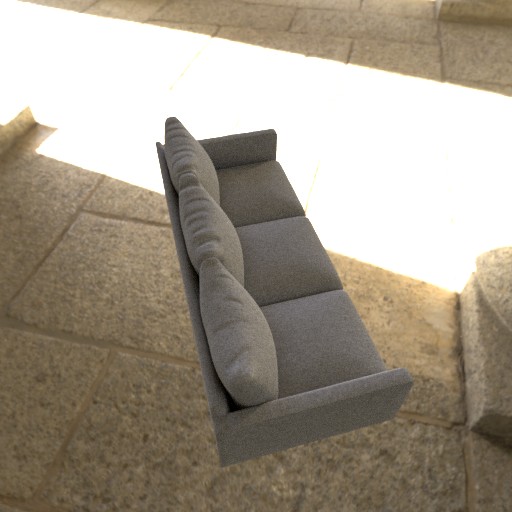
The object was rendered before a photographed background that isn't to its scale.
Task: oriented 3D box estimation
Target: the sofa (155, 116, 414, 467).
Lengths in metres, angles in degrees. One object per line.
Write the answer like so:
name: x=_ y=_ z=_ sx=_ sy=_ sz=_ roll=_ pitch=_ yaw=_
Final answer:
sofa: x=0.000 y=0.000 z=2.497 sx=0.850 sy=0.830 sz=2.000 roll=-11 pitch=48 yaw=-10
